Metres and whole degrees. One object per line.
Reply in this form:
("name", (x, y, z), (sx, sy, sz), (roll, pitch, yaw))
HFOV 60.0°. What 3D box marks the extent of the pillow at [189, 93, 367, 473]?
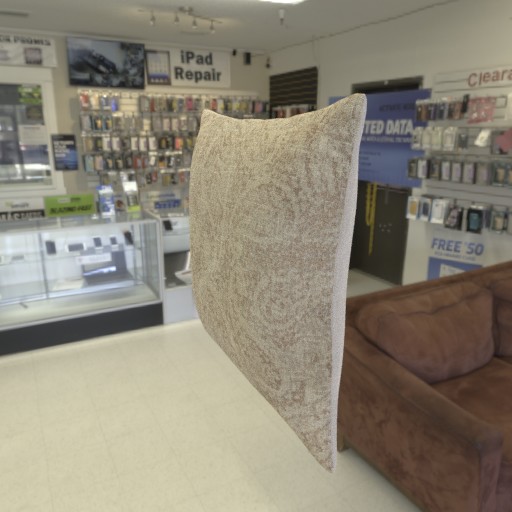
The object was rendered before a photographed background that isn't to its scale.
("pillow", (0.000, 0.000, 0.784), (0.166, 0.510, 0.523), (-8, 18, -25))
